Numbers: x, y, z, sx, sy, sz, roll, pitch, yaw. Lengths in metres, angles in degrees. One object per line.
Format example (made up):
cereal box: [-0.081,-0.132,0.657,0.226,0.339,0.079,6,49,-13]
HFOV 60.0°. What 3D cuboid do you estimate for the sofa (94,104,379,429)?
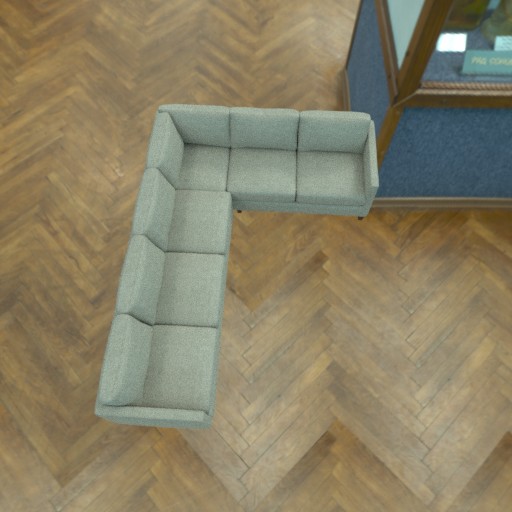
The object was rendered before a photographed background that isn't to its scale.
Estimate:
sofa: [0.000,0.000,4.519,2.522,0.934,3.333,3,64,1]
